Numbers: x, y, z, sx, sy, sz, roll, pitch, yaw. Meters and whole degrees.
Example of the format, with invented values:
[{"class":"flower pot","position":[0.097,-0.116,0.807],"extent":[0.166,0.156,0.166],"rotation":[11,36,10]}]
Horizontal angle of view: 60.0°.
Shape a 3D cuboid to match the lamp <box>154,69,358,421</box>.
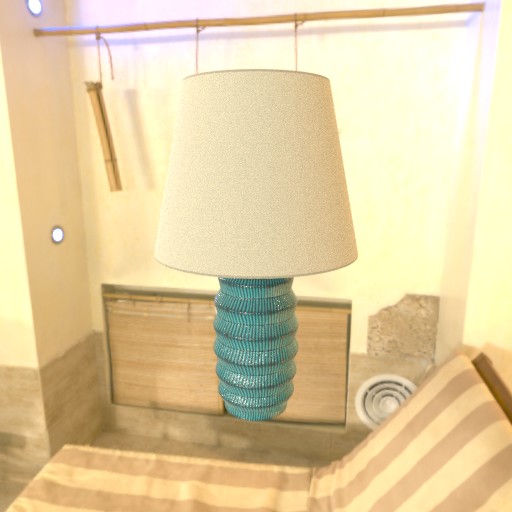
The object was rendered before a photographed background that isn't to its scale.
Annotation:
[{"class":"lamp","position":[0.000,0.000,0.789],"extent":[0.355,0.582,0.355],"rotation":[0,13,0]}]
